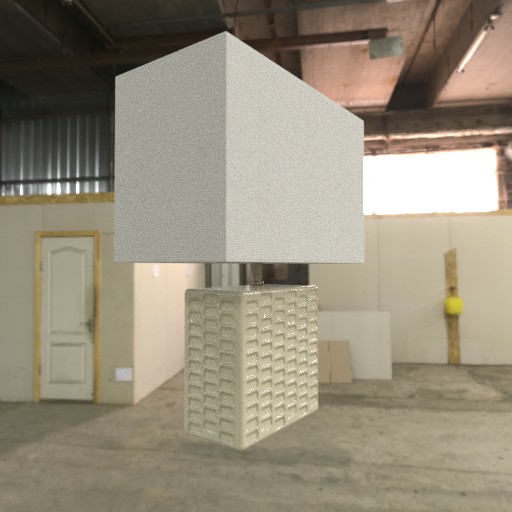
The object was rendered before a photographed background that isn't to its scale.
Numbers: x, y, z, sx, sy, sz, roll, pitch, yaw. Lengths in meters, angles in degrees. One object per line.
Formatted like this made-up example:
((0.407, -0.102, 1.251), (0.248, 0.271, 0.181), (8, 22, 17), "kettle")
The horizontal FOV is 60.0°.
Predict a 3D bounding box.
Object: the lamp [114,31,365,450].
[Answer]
((0.000, 0.000, 0.696), (0.200, 0.515, 0.380), (-1, -2, 37), "lamp")
